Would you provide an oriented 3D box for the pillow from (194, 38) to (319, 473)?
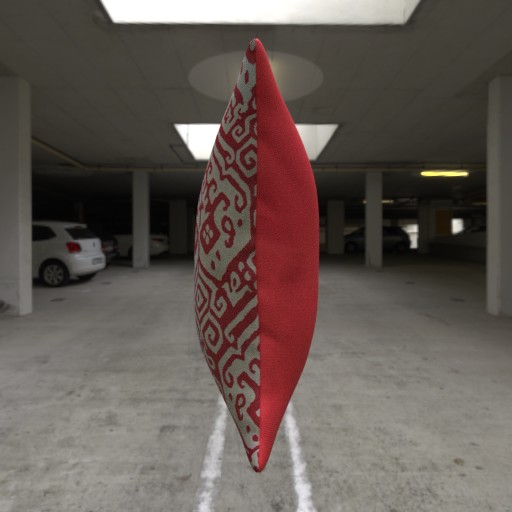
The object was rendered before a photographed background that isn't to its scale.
[{"bbox_3d":[0.000,0.000,0.773,0.192,0.507,0.522,0,0,0],"label":"pillow"}]
